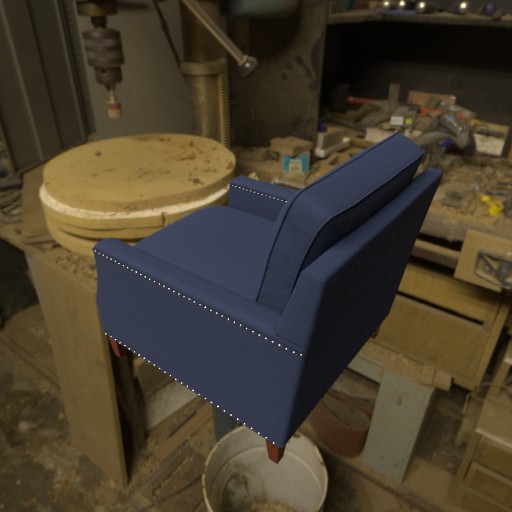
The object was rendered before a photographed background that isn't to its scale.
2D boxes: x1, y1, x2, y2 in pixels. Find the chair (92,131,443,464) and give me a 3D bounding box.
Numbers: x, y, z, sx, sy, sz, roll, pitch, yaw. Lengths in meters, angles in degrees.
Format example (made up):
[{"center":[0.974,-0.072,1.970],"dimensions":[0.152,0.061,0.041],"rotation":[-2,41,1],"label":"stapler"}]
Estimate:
[{"center":[0.000,0.000,1.696],"dimensions":[1.014,0.943,0.853],"rotation":[22,38,31],"label":"chair"}]
